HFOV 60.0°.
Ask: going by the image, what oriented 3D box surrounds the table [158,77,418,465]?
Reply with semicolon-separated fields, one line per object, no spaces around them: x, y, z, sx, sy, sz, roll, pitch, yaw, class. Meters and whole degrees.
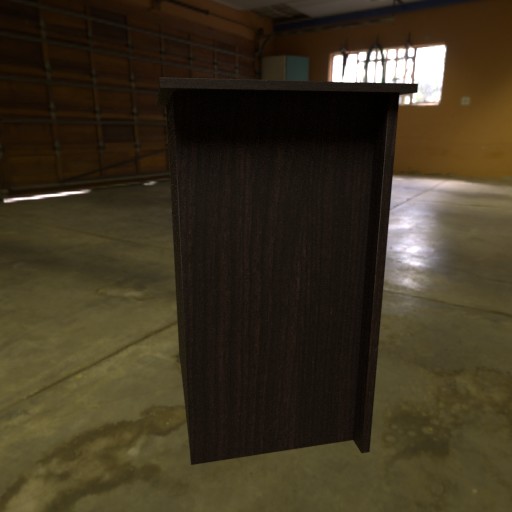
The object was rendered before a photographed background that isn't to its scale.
0.000;0.000;1.039;0.406;0.711;0.591;-3;16;-12;table
